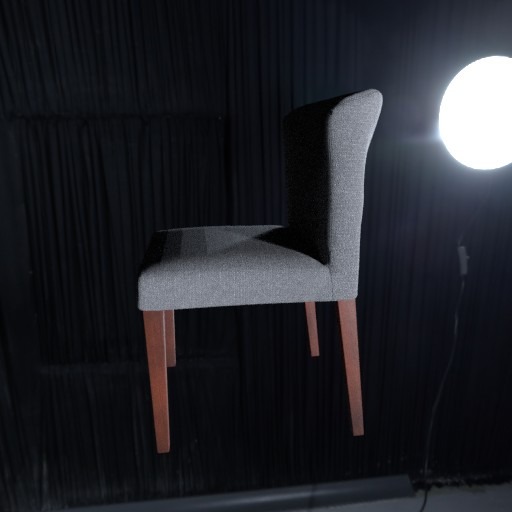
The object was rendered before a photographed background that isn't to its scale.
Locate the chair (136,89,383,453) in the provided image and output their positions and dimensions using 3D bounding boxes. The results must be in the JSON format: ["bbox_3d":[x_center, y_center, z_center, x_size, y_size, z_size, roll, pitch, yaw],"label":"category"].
[{"bbox_3d":[0.000,0.000,1.187,0.589,0.839,0.491,-2,16,-8],"label":"chair"}]
